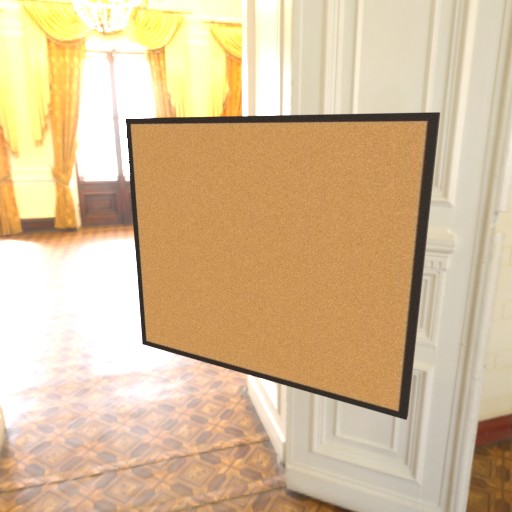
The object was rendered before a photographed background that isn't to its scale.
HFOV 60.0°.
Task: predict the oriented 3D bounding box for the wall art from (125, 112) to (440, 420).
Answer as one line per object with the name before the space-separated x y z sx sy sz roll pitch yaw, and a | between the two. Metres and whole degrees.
wall art | 0.000 0.000 1.451 1.033 0.875 0.023 8 18 27
